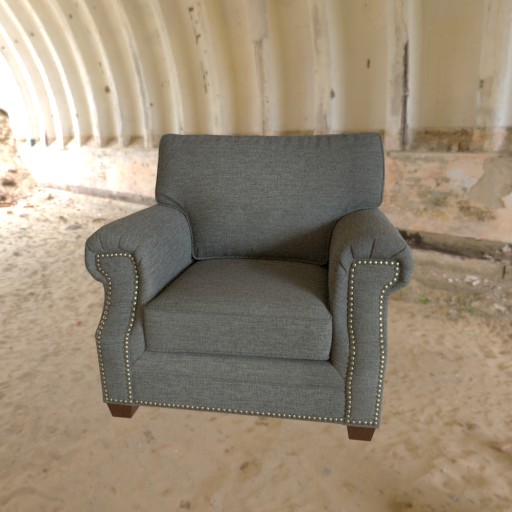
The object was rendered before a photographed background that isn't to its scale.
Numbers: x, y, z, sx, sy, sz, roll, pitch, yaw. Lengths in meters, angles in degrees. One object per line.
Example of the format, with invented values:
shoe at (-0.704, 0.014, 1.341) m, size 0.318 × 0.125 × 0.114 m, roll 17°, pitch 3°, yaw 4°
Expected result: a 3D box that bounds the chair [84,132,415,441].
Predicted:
chair at (0.000, 0.000, 1.779) m, size 1.092 × 0.961 × 0.965 m, roll 2°, pitch 15°, yaw 8°
